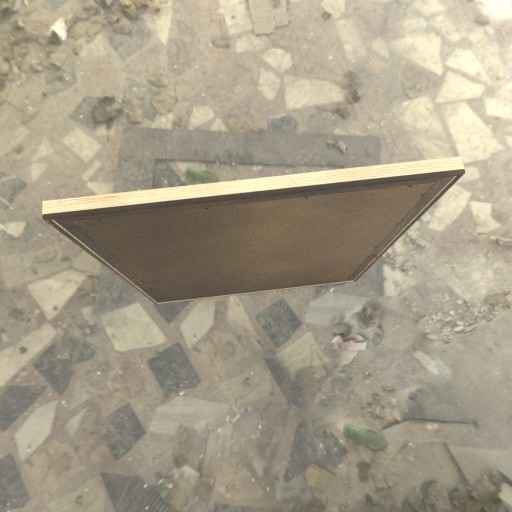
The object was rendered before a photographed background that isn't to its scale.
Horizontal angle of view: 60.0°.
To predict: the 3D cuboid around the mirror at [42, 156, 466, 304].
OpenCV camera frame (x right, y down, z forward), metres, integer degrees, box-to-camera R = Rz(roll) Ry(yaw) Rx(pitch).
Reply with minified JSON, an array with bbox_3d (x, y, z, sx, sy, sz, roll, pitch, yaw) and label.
[{"bbox_3d":[0.000,0.000,1.188,0.730,0.882,0.032,-6,74,-2],"label":"mirror"}]
